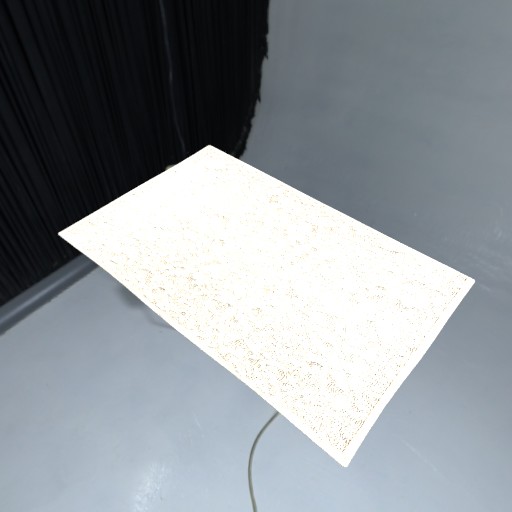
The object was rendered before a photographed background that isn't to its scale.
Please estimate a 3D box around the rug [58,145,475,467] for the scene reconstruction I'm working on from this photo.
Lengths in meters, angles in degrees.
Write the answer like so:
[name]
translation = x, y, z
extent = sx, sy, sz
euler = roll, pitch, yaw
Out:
[rug]
translation = 0.000, 0.000, 3.017
extent = 2.435, 0.012, 1.529
euler = 32, 54, 27
